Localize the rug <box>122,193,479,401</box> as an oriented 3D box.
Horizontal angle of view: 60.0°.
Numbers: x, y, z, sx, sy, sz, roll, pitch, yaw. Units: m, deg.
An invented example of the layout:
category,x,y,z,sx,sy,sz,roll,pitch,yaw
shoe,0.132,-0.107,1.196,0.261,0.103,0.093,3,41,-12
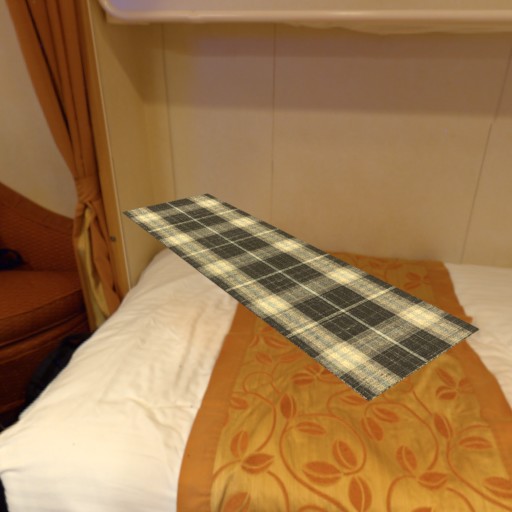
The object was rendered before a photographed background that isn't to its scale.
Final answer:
category,x,y,z,sx,sy,sz,roll,pitch,yaw
rug,0.000,0.000,2.707,0.760,0.012,2.434,-18,31,-32
